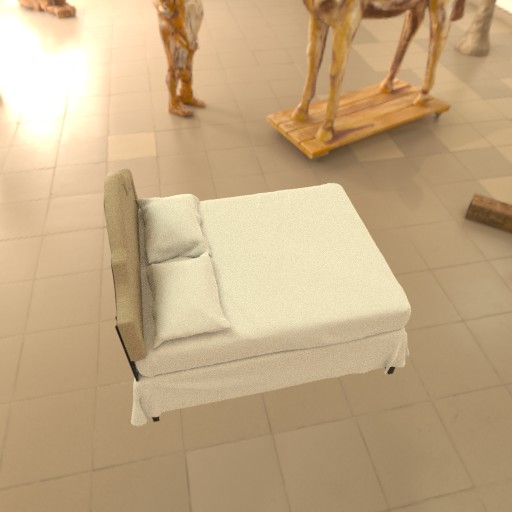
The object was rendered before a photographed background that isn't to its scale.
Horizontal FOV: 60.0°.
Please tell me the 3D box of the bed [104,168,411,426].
[{"bbox_3d":[0.000,0.000,3.506,2.222,1.634,1.780,-9,46,-8],"label":"bed"}]
